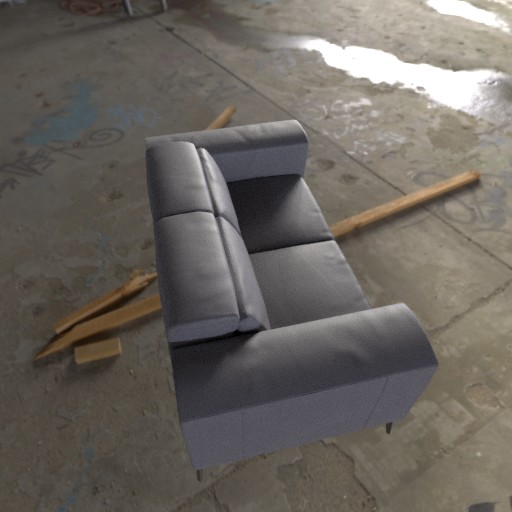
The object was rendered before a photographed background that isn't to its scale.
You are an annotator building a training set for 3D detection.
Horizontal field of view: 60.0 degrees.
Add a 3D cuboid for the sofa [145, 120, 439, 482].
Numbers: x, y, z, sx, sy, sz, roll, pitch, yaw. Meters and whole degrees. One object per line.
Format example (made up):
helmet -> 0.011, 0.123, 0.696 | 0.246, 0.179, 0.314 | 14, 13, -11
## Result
sofa -> 0.000, 0.000, 2.374 | 1.003, 0.779, 1.895 | -10, 47, -9
